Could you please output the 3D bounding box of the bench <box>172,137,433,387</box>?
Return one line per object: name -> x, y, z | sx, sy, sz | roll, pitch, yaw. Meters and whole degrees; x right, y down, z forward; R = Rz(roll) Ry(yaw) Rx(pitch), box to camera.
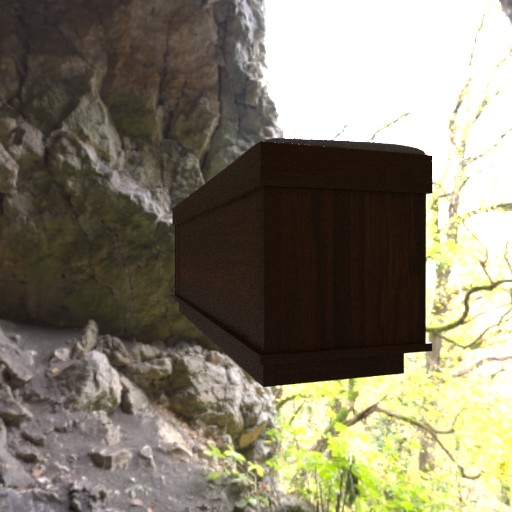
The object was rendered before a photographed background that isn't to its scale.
bench -> 0.000, 0.000, 1.375 | 0.367, 0.468, 1.196 | 0, 0, -18
